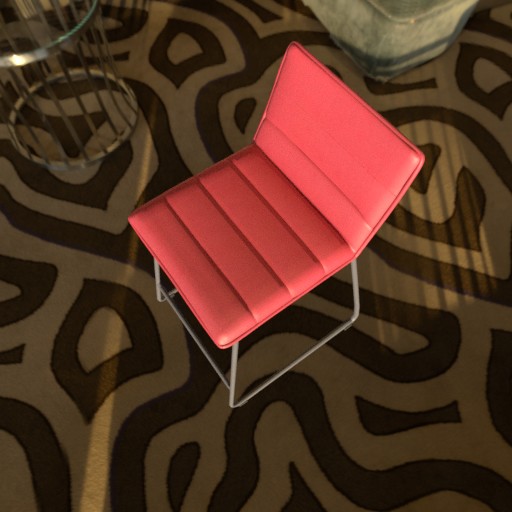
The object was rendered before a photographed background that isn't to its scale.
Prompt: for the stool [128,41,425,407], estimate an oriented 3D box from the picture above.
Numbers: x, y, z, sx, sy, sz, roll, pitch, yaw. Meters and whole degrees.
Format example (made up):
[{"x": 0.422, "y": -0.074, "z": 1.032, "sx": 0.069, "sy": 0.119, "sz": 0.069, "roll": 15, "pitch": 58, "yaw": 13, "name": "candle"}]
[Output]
[{"x": 0.000, "y": 0.000, "z": 1.176, "sx": 0.524, "sy": 0.866, "sz": 0.489, "roll": -34, "pitch": 69, "yaw": -15, "name": "stool"}]
